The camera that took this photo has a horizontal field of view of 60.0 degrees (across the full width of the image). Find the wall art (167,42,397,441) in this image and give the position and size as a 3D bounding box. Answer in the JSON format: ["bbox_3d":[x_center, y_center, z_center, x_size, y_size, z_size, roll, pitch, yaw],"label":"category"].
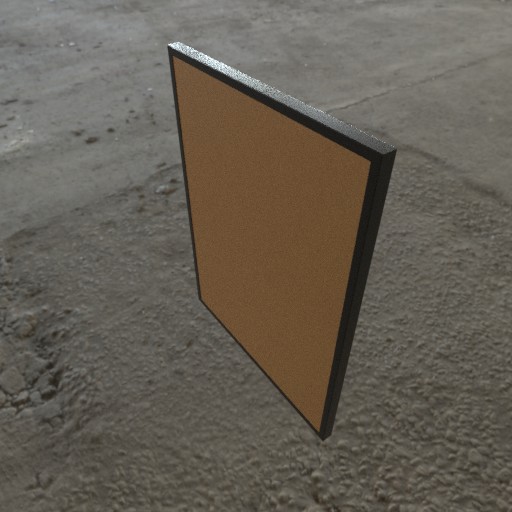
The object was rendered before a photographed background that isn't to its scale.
[{"bbox_3d":[0.000,0.000,1.382,0.039,1.061,0.804,-26,47,-27],"label":"wall art"}]
